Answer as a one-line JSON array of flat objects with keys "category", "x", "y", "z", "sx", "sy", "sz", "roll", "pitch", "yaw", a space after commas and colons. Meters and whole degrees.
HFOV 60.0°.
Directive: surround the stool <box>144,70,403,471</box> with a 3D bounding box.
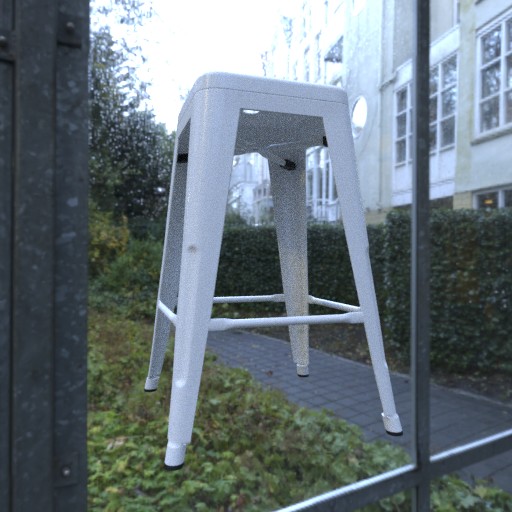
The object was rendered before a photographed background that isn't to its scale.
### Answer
[{"category": "stool", "x": 0.000, "y": 0.000, "z": 0.883, "sx": 0.406, "sy": 0.610, "sz": 0.406, "roll": 0, "pitch": 0, "yaw": -18}]
